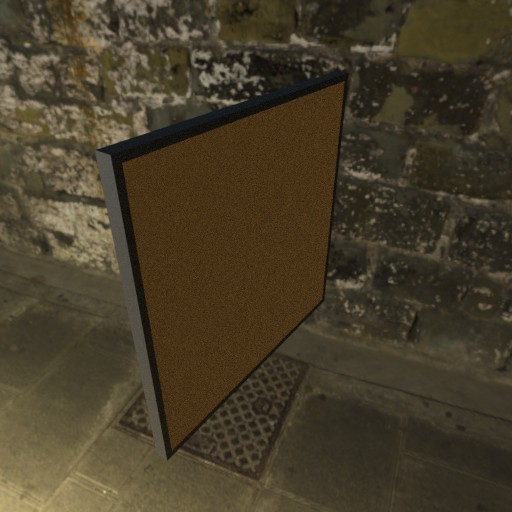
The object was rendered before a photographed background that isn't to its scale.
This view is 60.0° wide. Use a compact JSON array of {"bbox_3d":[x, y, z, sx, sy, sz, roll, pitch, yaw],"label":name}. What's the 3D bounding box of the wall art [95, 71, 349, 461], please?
[{"bbox_3d":[0.000,0.000,1.122,0.038,0.763,0.763,22,39,30],"label":"wall art"}]
